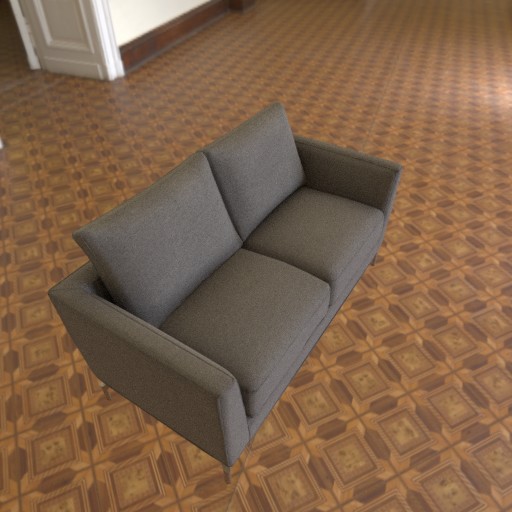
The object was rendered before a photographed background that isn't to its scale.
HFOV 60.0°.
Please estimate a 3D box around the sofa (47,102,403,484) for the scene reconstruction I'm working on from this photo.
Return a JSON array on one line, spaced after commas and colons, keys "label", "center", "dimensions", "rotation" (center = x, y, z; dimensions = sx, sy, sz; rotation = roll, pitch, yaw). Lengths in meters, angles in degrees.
[{"label": "sofa", "center": [0.000, 0.000, 2.087], "dimensions": [0.803, 0.924, 1.594], "rotation": [23, 47, 24]}]
